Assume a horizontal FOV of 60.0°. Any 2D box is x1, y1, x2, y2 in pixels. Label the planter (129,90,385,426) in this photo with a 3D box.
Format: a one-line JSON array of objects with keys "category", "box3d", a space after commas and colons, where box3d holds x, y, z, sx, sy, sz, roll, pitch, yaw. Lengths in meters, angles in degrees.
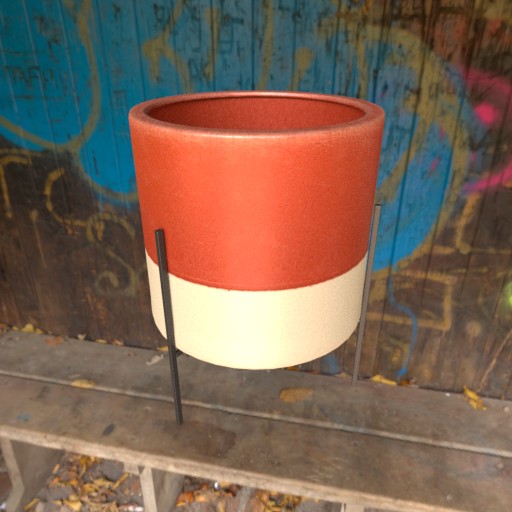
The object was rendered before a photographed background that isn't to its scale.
[{"category": "planter", "box3d": [0.000, 0.000, 0.717, 0.345, 0.465, 0.354, -8, 28, -15]}]
